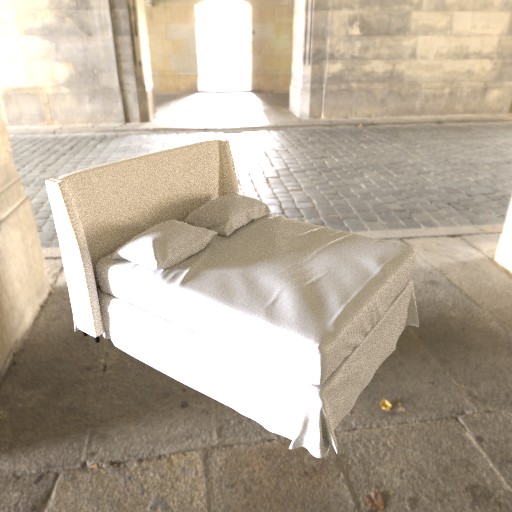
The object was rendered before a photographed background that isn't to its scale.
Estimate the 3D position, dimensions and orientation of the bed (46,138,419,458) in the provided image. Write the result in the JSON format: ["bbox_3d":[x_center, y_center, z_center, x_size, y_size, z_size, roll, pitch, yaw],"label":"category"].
[{"bbox_3d":[0.000,0.000,3.462,2.276,1.332,1.925,17,30,31],"label":"bed"}]
